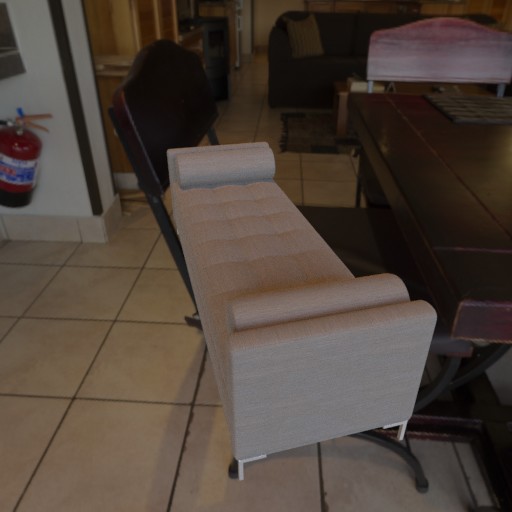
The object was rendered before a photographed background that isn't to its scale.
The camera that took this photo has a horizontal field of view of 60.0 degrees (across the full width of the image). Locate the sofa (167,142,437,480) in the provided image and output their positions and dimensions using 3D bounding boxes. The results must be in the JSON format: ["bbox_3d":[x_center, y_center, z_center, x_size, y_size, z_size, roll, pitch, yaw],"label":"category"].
[{"bbox_3d":[0.000,0.000,2.307,0.686,0.635,1.981,-8,31,-13],"label":"sofa"}]
